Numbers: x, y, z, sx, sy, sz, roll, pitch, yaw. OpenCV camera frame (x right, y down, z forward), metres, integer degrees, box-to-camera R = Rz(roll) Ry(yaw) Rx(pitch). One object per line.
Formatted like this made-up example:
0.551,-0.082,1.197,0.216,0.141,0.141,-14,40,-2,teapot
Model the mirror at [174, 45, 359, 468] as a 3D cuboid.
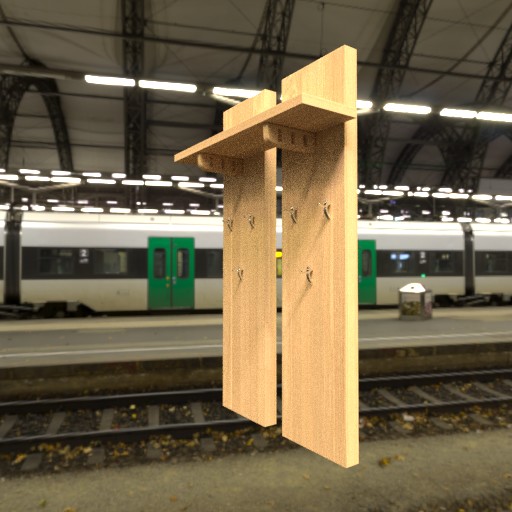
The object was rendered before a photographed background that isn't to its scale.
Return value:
0.000,0.000,1.554,0.260,1.250,0.800,1,-2,-35,mirror
